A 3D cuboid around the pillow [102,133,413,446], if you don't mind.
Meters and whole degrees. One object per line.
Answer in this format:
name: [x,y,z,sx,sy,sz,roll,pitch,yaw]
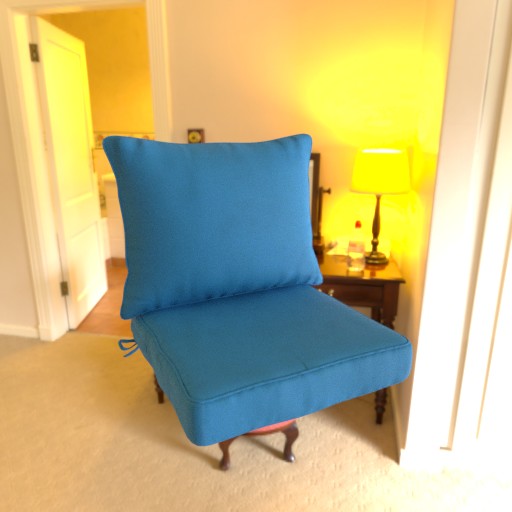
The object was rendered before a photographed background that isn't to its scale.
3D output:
pillow: [0.000,0.000,1.378,0.798,0.725,0.733,-8,18,-26]
